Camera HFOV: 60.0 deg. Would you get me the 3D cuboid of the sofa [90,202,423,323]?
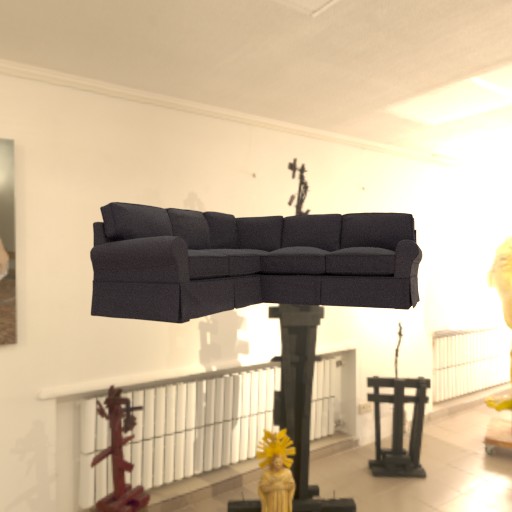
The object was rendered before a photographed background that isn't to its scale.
[{"bbox_3d":[0.000,0.000,5.182,3.773,1.169,2.874,0,0,-35],"label":"sofa"}]
